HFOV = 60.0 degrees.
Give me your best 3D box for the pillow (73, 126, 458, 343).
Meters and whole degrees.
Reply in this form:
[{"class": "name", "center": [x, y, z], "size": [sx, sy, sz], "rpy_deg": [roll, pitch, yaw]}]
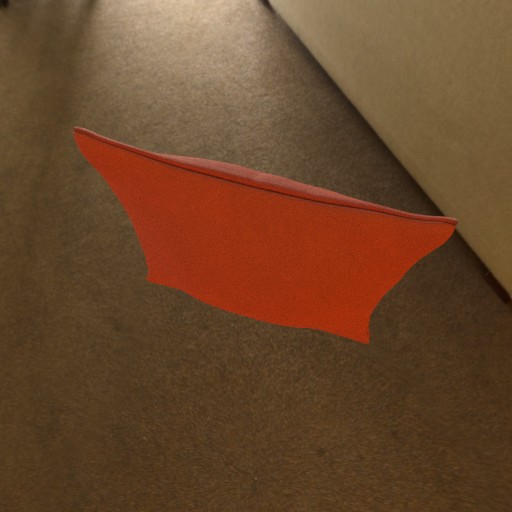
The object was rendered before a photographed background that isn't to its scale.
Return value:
[{"class": "pillow", "center": [0.000, 0.000, 0.658], "size": [0.435, 0.416, 0.151], "rpy_deg": [15, 64, 7]}]
